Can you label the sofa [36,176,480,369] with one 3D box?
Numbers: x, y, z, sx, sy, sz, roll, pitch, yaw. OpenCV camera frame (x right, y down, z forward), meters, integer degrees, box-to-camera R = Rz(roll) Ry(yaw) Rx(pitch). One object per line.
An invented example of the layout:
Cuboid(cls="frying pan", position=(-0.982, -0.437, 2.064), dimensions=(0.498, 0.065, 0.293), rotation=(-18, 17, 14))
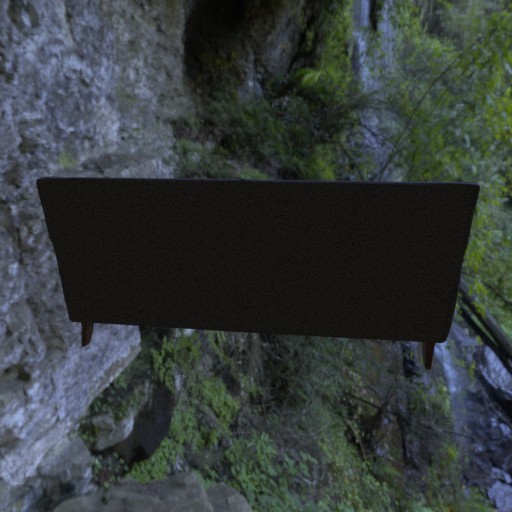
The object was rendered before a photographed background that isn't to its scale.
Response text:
Cuboid(cls="sofa", position=(0.000, 0.000, 2.464), dimensions=(2.002, 0.907, 0.843), rotation=(2, 14, 8))
